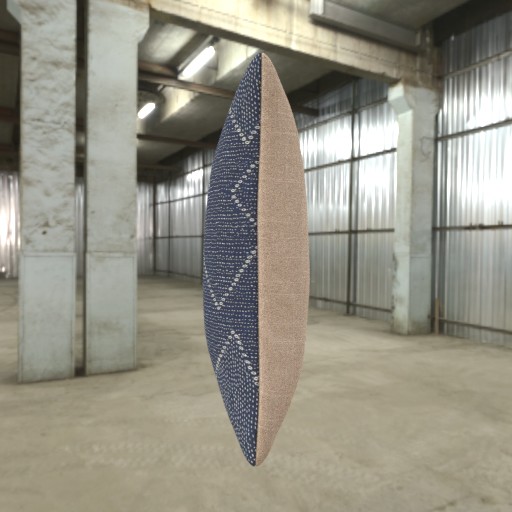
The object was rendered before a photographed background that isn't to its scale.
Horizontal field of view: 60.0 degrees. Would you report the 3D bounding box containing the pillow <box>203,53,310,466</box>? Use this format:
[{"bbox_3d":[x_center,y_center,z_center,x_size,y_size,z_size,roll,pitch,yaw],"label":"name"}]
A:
[{"bbox_3d":[0.000,0.000,0.669,0.148,0.428,0.435,0,1,-1],"label":"pillow"}]
